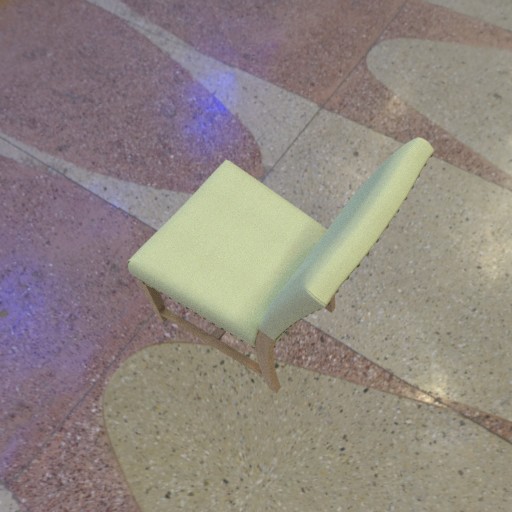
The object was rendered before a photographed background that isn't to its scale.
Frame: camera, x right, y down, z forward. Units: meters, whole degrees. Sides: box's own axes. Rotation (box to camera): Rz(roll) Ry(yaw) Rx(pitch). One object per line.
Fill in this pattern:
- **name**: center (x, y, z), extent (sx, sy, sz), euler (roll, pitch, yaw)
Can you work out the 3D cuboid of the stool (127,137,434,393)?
- **stool**: center (0.000, 0.000, 1.341), extent (0.623, 0.986, 0.508), euler (33, 67, 16)
